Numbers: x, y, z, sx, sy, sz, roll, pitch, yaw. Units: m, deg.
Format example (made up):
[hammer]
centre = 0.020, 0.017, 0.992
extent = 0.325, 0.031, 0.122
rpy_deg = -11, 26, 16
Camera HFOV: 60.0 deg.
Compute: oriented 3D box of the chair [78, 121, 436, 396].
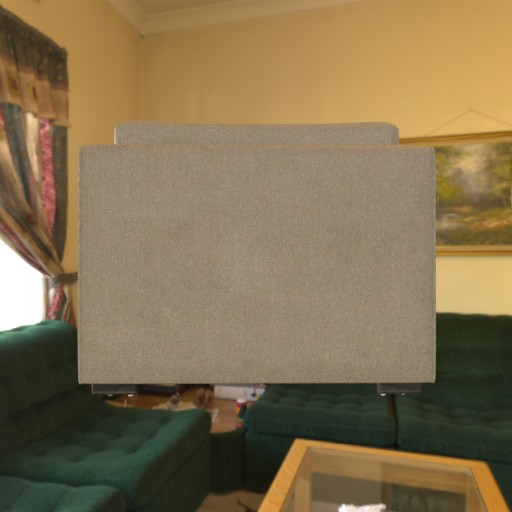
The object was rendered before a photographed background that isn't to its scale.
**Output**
[chair]
centre = 0.000, 0.000, 1.970
extent = 1.270, 0.974, 1.043
rpy_deg = 0, 0, -1
